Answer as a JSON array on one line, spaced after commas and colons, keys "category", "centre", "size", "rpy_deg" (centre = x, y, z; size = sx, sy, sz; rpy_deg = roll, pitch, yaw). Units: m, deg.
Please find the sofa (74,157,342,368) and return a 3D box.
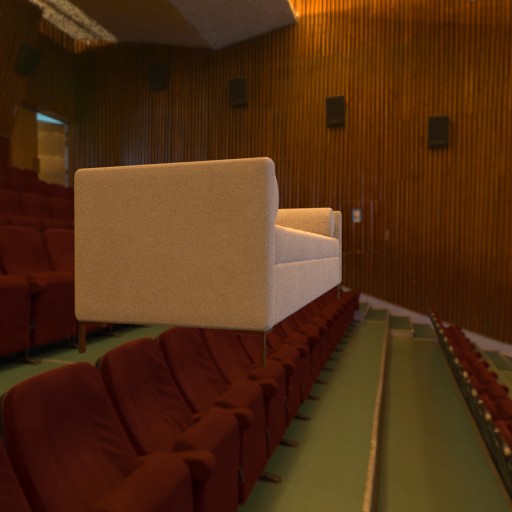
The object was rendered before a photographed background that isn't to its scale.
[{"category": "sofa", "centre": [0.000, 0.000, 2.335], "size": [0.686, 0.635, 1.981], "rpy_deg": [0, 1, 17]}]
